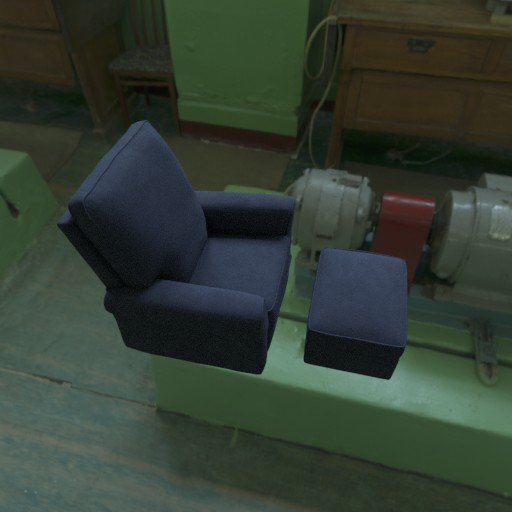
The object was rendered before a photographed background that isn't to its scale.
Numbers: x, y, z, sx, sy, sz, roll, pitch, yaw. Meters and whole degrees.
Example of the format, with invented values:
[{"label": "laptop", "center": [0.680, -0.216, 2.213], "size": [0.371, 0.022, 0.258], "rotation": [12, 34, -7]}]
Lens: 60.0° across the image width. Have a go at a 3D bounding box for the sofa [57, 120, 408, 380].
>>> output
[{"label": "sofa", "center": [0.000, 0.000, 2.120], "size": [1.478, 0.959, 0.880], "rotation": [9, 47, 9]}]
